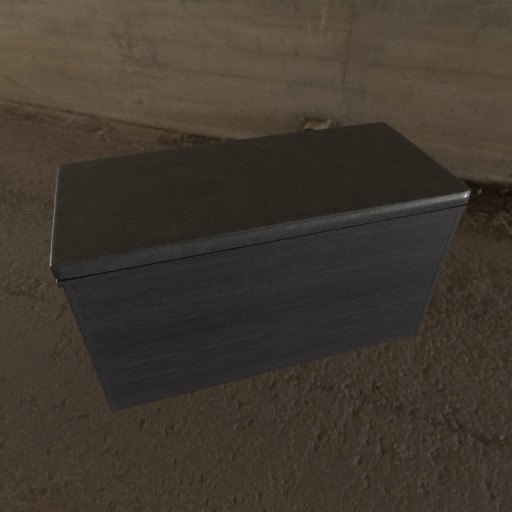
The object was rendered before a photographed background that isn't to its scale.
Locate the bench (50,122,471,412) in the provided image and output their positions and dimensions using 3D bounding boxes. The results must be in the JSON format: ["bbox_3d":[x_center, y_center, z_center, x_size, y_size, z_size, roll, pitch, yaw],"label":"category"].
[{"bbox_3d":[0.000,0.000,1.205,0.905,0.501,0.401,-11,42,-13],"label":"bench"}]
